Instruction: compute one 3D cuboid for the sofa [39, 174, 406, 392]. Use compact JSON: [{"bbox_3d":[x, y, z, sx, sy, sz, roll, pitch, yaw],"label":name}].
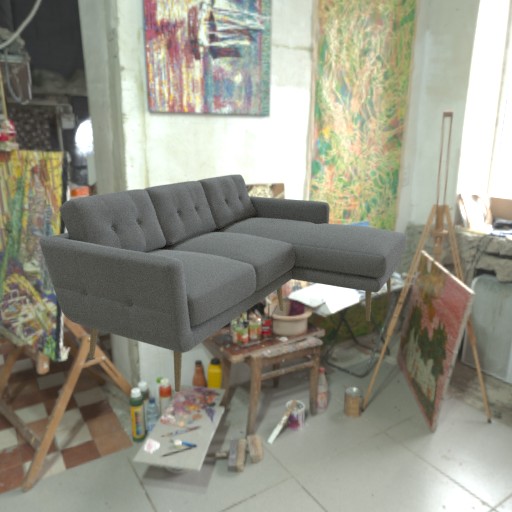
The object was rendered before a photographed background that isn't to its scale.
[{"bbox_3d":[0.000,0.000,2.846,1.530,0.860,2.040,8,17,27],"label":"sofa"}]
